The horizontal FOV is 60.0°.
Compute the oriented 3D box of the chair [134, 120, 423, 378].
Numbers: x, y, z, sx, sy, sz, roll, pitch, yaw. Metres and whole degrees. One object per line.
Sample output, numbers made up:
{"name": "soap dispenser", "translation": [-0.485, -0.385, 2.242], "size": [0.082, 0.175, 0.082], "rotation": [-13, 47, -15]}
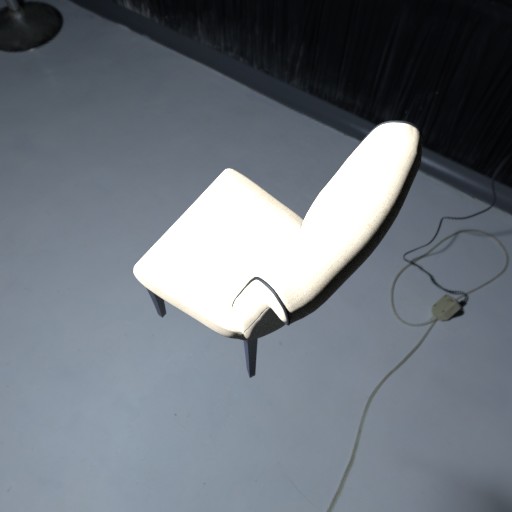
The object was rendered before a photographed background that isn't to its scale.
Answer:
{"name": "chair", "translation": [0.000, 0.000, 1.348], "size": [0.623, 0.997, 0.522], "rotation": [33, 68, 15]}
